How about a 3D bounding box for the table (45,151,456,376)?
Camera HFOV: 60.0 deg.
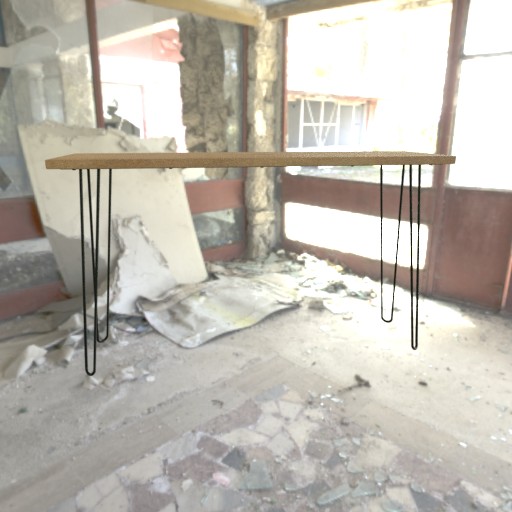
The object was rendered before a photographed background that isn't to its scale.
[{"bbox_3d":[0.000,0.000,1.789,1.400,0.799,0.399,-2,16,-9],"label":"table"}]
